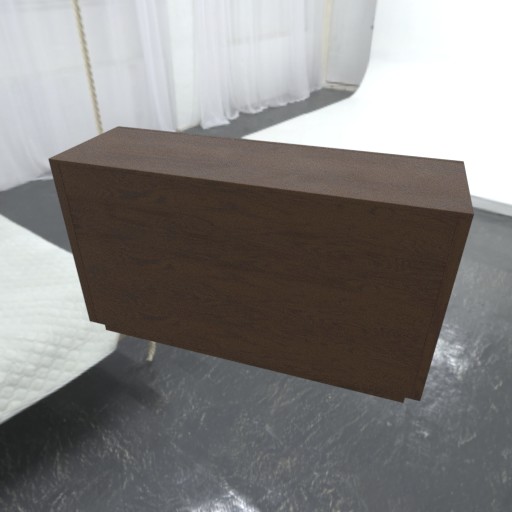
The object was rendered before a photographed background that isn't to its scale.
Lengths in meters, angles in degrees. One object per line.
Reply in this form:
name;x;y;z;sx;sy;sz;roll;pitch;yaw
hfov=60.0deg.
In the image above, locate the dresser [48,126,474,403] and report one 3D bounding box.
dresser;0.000;0.000;1.948;1.523;0.889;0.512;10;33;16
